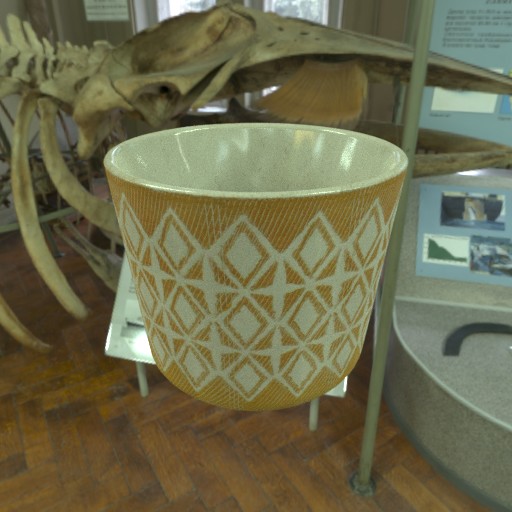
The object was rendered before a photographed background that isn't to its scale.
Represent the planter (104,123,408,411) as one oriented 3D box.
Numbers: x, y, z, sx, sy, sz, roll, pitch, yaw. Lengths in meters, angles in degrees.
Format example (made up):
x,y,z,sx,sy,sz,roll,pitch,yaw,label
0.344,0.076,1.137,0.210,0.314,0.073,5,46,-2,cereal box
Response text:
x,y,z,sx,sy,sz,roll,pitch,yaw,label
0.000,0.000,0.215,0.126,0.104,0.126,0,26,0,planter
